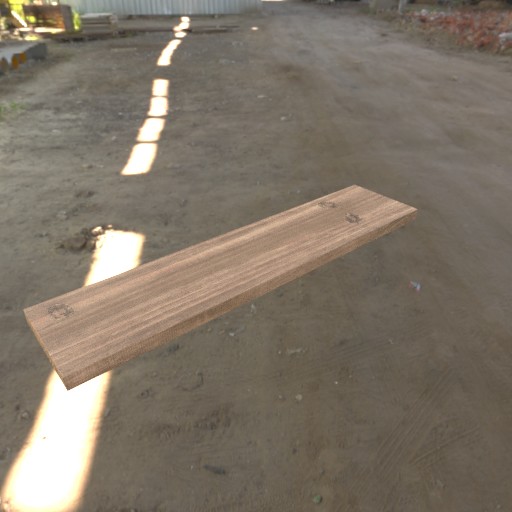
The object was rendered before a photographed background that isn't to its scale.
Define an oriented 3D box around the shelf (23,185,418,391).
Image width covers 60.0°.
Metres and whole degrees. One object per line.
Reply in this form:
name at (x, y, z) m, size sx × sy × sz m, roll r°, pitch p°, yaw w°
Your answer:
shelf at (0.000, 0.000, 0.656) m, size 0.610 × 0.020 × 0.140 m, roll -23°, pitch 39°, yaw -32°
